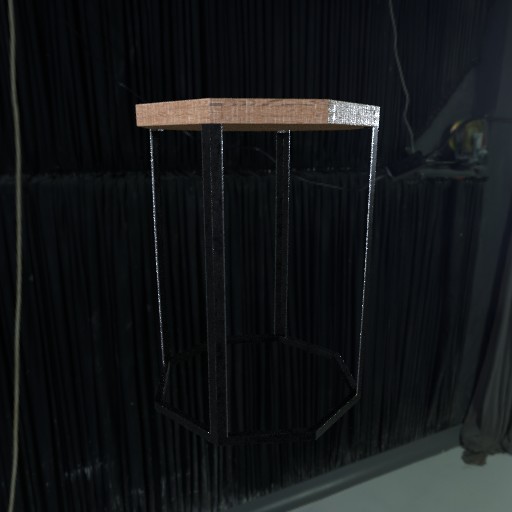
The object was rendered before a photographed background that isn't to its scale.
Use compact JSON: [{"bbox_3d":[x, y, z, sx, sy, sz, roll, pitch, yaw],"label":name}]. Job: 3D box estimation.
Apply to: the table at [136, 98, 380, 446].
[{"bbox_3d":[0.000,0.000,0.879,0.437,0.553,0.437,-7,16,-27],"label":"table"}]
